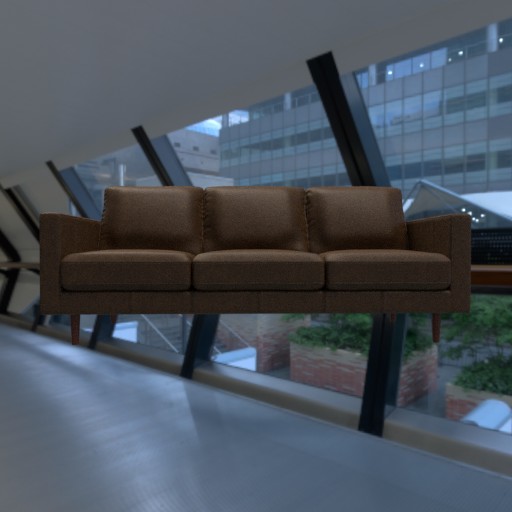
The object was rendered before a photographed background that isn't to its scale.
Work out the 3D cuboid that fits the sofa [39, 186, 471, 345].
[{"bbox_3d":[0.000,0.000,2.699,2.231,0.930,0.903,0,1,-2],"label":"sofa"}]
